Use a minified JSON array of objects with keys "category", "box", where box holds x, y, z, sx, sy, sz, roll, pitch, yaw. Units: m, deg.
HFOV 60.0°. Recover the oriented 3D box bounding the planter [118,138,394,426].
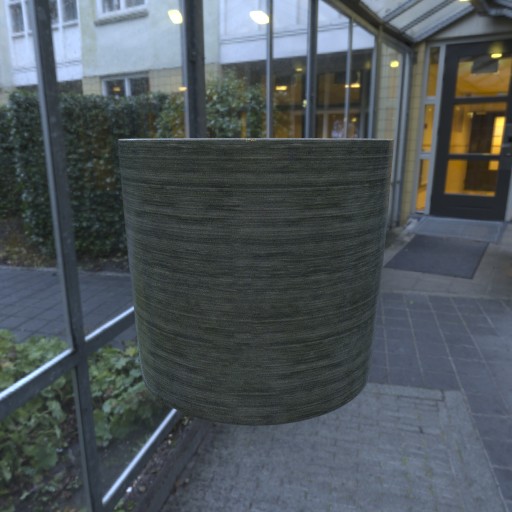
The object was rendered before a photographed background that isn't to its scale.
[{"category":"planter","box":[0.000,0.000,0.396,0.221,0.201,0.221,0,14,0]}]
